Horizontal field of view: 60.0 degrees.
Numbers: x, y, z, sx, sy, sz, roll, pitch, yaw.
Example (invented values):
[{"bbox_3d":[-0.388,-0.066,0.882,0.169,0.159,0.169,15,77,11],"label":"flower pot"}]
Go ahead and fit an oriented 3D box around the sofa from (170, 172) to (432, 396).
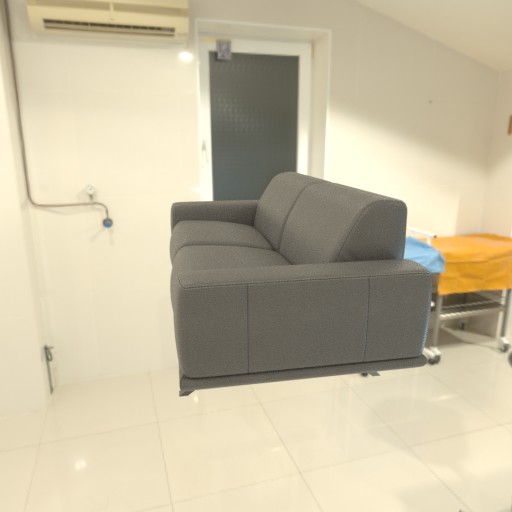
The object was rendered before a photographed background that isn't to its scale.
[{"bbox_3d":[0.000,0.000,2.347,0.900,0.772,1.901,-3,15,-11],"label":"sofa"}]
